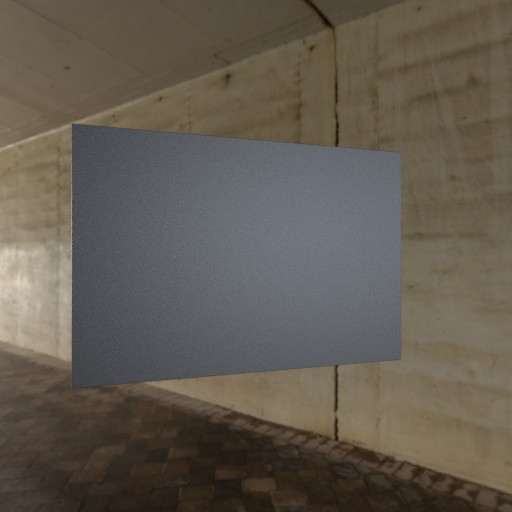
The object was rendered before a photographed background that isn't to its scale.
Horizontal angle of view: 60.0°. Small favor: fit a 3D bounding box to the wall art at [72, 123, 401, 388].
[{"bbox_3d":[0.000,0.000,1.548,1.192,0.811,0.013,0,0,-18],"label":"wall art"}]
